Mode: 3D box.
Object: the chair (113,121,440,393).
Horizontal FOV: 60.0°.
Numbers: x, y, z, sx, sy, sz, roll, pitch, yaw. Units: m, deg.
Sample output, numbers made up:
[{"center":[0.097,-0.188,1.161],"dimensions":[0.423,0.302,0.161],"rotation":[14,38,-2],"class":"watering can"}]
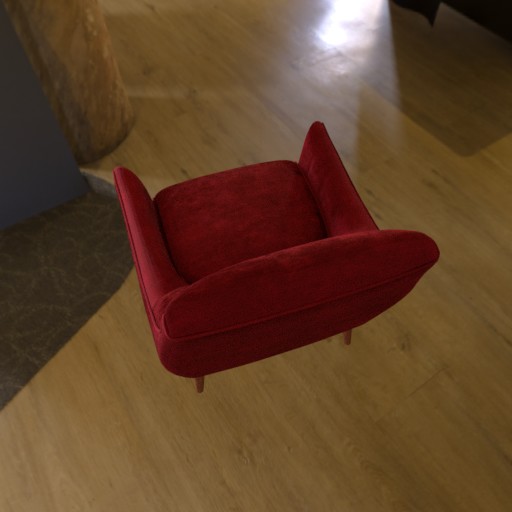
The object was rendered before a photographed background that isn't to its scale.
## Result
[{"center":[0.000,0.000,1.445],"dimensions":[0.762,0.838,0.787],"rotation":[-15,58,-10],"class":"chair"}]
